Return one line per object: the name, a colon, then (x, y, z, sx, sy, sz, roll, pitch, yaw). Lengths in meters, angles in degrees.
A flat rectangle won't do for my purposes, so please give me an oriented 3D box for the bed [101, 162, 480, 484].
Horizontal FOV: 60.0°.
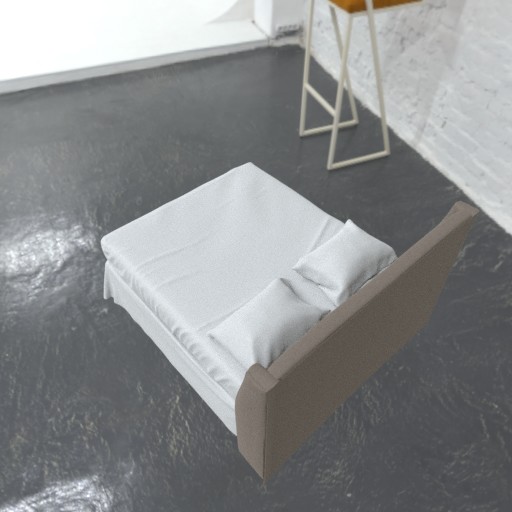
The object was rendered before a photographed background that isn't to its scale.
bed: (0.000, 0.000, 3.475, 1.925, 1.332, 2.276, -33, 54, -28)
